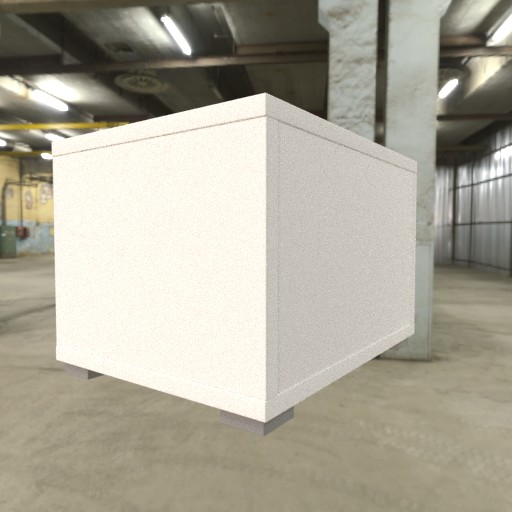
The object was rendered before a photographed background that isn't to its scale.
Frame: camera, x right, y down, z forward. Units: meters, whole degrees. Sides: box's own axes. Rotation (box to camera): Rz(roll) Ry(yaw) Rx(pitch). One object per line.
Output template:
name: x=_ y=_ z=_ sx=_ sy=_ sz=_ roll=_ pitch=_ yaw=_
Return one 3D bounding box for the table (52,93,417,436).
table: x=0.000 y=0.000 z=0.777 sx=0.399 sy=0.357 sz=0.517 roll=2 pitch=3 yaw=36
